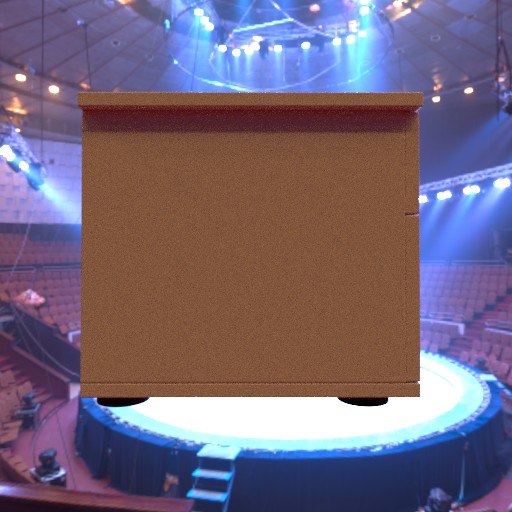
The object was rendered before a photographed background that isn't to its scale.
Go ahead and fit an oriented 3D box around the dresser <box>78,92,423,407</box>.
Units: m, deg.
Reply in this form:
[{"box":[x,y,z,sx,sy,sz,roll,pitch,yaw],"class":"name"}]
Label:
[{"box":[0.000,0.000,0.707,0.400,0.360,0.430,0,-1,0],"class":"dresser"}]
